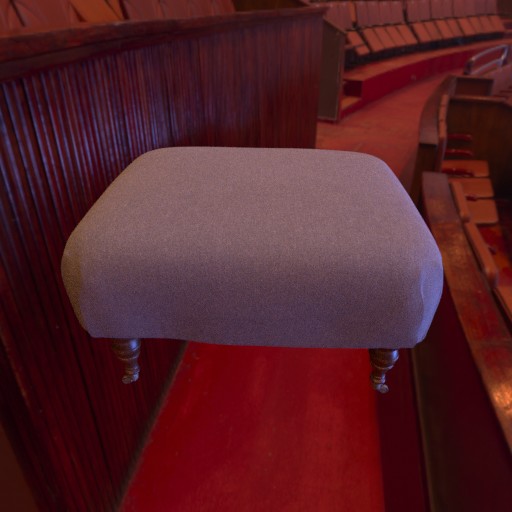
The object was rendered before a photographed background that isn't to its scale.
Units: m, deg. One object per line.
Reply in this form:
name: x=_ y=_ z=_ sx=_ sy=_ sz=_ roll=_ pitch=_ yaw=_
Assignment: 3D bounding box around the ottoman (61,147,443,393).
ottoman: x=0.000 y=0.000 z=1.123 sx=0.747 sy=0.450 sz=0.622 roll=1 pitch=31 yaw=2
